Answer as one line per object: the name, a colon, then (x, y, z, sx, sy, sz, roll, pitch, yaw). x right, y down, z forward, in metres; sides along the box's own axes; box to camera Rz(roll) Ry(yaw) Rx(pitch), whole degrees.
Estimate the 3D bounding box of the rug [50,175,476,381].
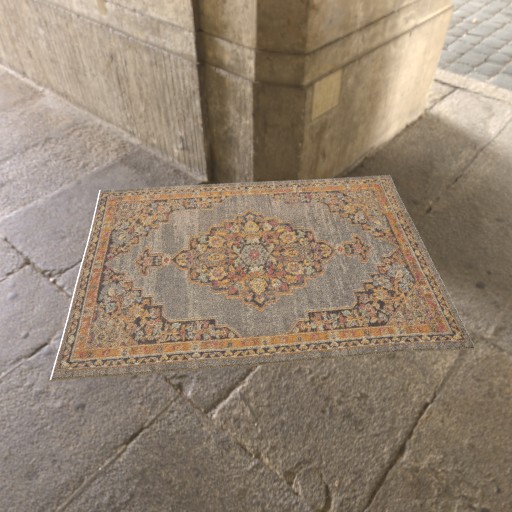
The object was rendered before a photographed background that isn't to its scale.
rug: (0.000, 0.000, 3.908, 3.063, 0.024, 2.158, -3, 46, -3)
